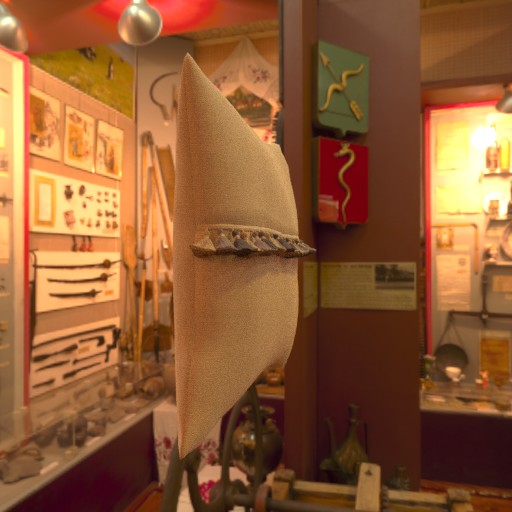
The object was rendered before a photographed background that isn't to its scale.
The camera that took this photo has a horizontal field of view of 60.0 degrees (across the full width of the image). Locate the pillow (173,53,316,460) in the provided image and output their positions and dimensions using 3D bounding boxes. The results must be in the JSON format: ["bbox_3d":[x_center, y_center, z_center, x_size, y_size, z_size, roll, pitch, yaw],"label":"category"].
[{"bbox_3d":[0.000,0.000,0.745,0.165,0.481,0.489,0,0,17],"label":"pillow"}]
